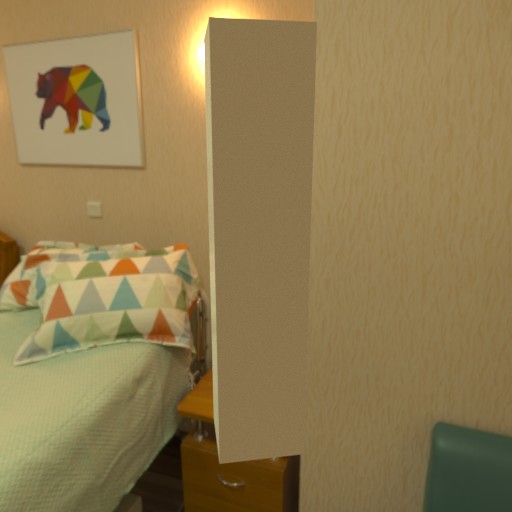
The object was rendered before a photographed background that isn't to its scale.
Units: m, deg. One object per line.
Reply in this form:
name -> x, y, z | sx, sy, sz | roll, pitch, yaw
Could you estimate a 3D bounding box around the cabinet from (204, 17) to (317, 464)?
cabinet -> 0.000, 0.000, 1.511 | 0.300, 1.400, 0.269 | -2, 14, -9
